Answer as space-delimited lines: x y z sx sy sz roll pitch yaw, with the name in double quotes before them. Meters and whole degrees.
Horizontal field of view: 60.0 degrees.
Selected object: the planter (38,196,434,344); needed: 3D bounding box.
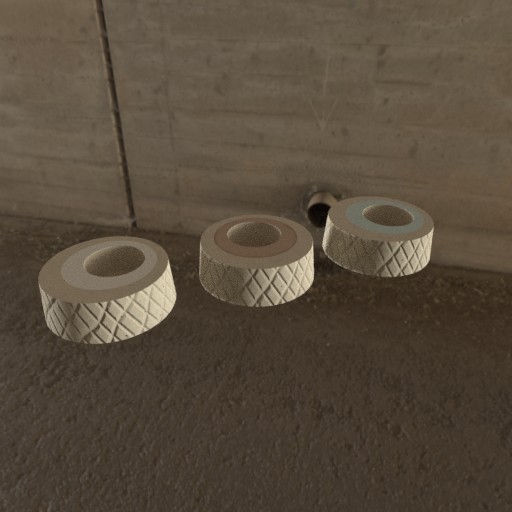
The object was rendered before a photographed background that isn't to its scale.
"planter" 0.000 0.000 0.433 0.390 0.038 0.114 -11 33 -17
